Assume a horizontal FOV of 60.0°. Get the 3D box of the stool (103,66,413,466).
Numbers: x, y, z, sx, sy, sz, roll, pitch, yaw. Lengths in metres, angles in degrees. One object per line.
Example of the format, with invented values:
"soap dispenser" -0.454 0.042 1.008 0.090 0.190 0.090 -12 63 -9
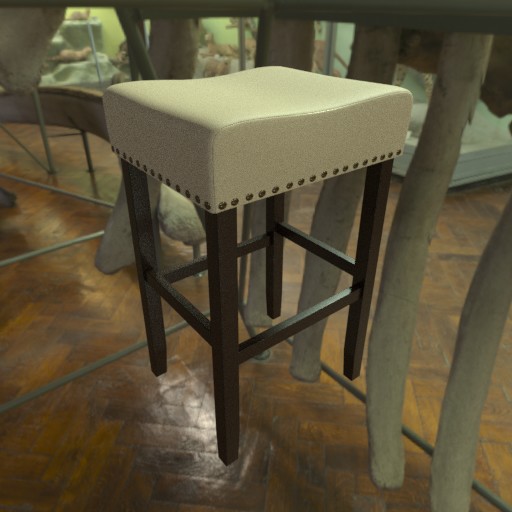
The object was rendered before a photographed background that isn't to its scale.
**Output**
"stool" 0.000 0.000 1.041 0.471 0.762 0.401 -22 37 -32
